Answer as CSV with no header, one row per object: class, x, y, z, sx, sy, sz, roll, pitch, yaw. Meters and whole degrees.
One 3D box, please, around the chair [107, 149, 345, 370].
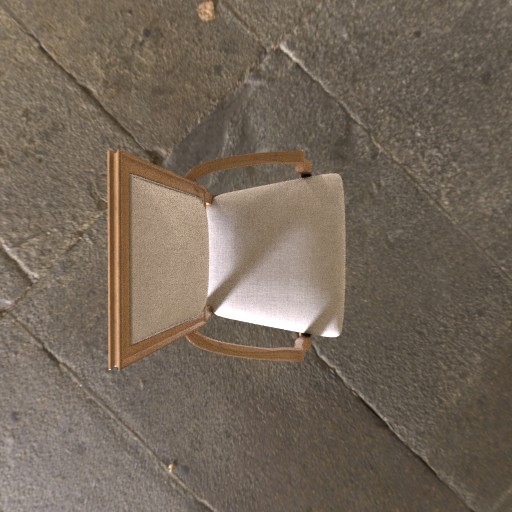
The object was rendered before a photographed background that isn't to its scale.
chair,0.000,0.000,1.342,0.602,0.990,0.606,0,91,-2
